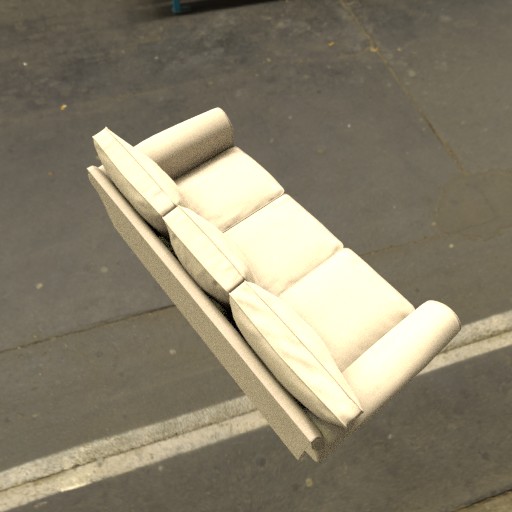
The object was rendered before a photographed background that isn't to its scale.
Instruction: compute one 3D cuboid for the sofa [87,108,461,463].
[{"bbox_3d":[0.000,0.000,2.595,0.998,0.889,2.118,-34,64,-20],"label":"sofa"}]
